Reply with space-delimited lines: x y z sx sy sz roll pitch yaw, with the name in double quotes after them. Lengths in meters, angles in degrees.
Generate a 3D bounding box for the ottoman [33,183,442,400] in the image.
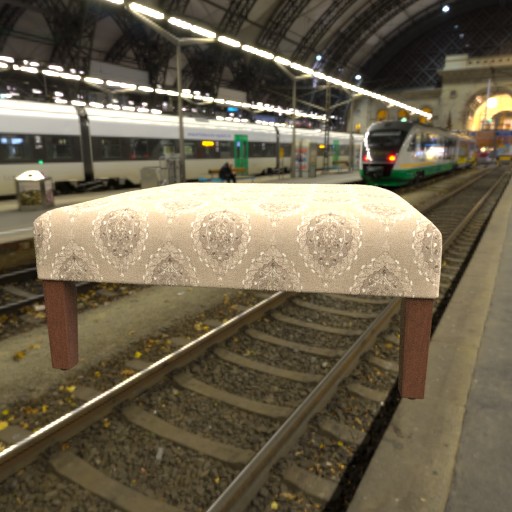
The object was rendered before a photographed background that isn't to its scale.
0.000 0.000 1.386 0.889 0.411 0.890 2 13 9 "ottoman"
